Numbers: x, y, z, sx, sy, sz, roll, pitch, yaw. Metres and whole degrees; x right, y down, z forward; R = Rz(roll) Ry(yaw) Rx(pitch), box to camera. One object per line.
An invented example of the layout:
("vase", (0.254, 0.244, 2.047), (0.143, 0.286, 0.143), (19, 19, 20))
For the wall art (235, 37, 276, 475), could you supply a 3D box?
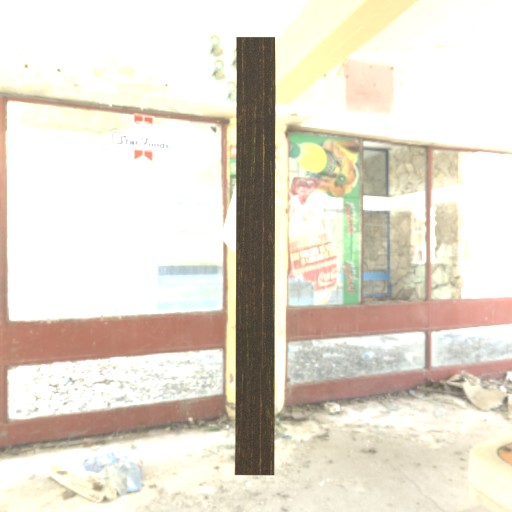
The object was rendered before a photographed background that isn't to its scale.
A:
("wall art", (0.000, 0.000, 0.524), (0.031, 0.330, 0.381), (0, 0, 0))
